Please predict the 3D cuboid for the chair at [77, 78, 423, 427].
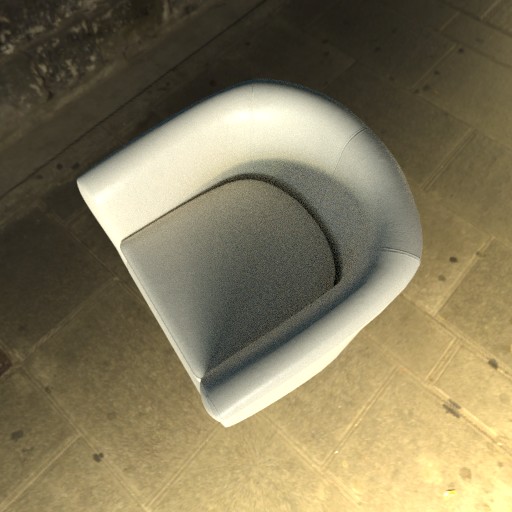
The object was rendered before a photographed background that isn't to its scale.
[{"bbox_3d":[0.000,0.000,1.400,0.727,0.756,0.792,-31,68,-14],"label":"chair"}]
